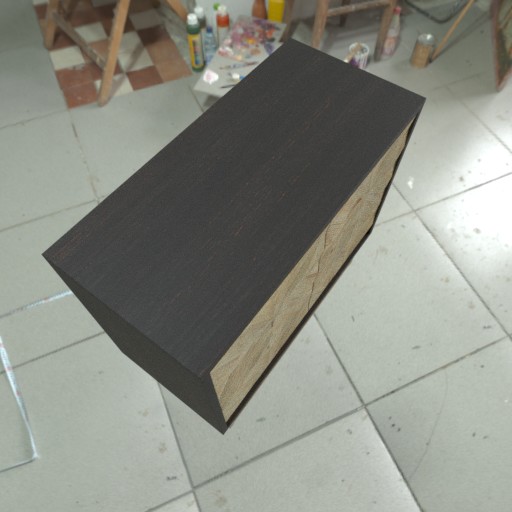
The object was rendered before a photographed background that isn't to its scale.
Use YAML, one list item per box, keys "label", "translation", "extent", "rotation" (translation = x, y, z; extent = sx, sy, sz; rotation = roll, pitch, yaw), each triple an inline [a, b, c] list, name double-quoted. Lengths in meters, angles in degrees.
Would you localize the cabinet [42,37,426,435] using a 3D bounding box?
- label: "cabinet"
  translation: [0.000, 0.000, 1.453]
  extent: [0.451, 0.860, 0.950]
  rotation: [33, 65, 18]
